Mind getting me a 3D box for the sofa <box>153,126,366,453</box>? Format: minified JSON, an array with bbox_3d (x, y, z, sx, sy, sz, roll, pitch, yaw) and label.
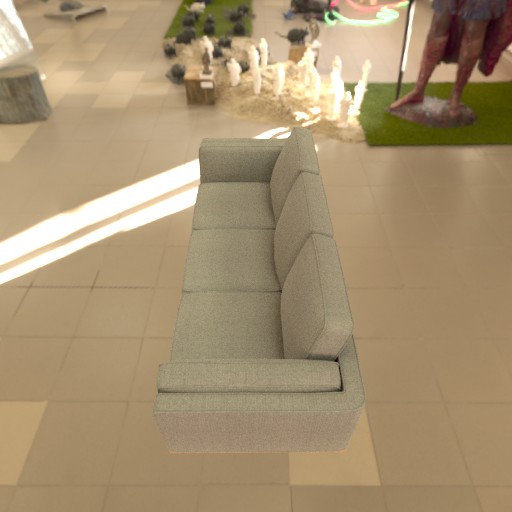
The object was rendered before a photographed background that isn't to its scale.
[{"bbox_3d":[0.000,0.000,2.788,0.903,0.899,2.362,0,41,0],"label":"sofa"}]
